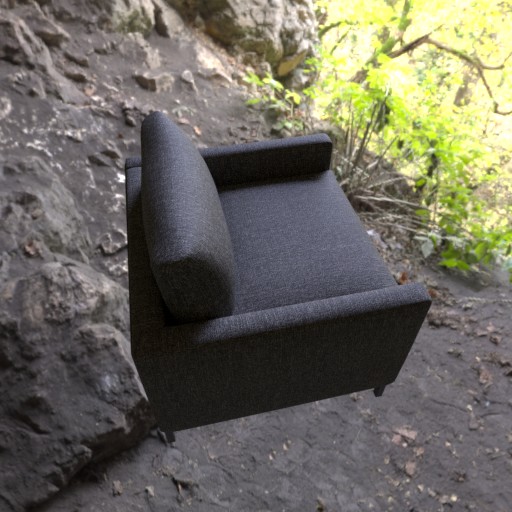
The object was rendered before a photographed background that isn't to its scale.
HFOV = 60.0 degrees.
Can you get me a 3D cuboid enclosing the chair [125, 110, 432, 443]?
[{"bbox_3d":[0.000,0.000,1.643,0.866,0.861,0.963,-9,47,-9],"label":"chair"}]
